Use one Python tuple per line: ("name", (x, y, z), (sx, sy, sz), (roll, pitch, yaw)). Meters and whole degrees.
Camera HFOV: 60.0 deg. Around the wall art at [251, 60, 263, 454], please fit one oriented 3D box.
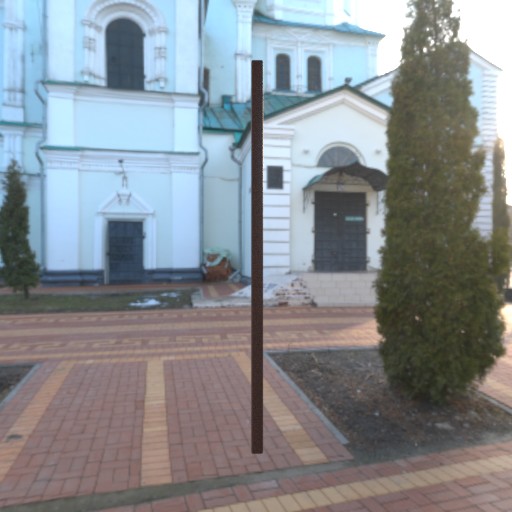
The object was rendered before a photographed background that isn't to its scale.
("wall art", (0.000, 0.000, 0.842), (0.014, 0.455, 0.660), (0, 0, 0))
